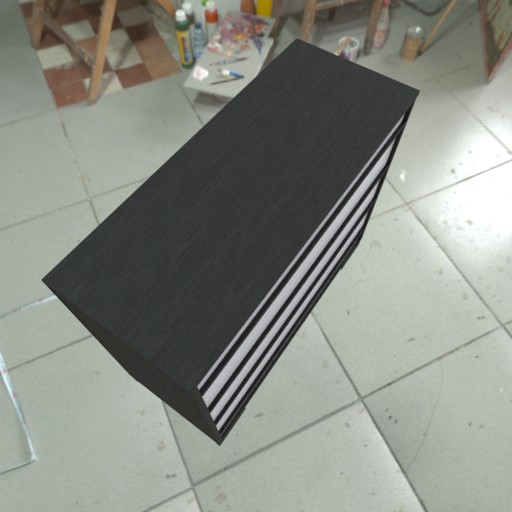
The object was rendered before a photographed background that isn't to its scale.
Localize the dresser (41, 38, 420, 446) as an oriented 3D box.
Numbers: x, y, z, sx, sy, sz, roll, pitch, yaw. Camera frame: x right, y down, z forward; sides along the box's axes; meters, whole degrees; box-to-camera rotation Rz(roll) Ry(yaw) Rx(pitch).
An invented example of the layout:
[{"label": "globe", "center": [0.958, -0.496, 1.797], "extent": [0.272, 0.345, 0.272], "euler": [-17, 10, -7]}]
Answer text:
[{"label": "dresser", "center": [0.000, 0.000, 1.426], "extent": [0.404, 0.816, 0.994], "euler": [31, 65, 17]}]
